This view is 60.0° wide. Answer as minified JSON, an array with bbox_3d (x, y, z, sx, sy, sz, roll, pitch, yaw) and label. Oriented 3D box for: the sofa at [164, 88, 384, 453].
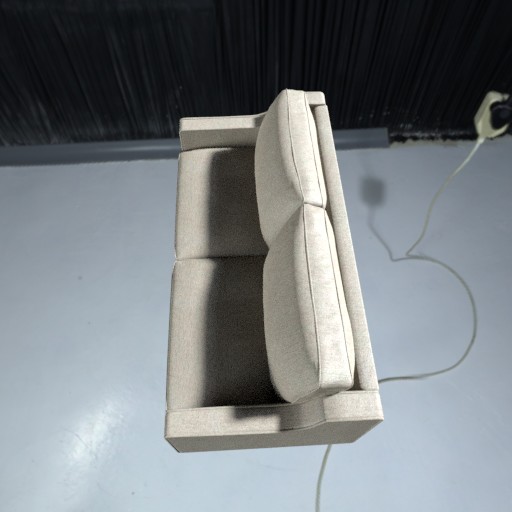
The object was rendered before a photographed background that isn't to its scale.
[{"bbox_3d":[0.000,0.000,2.819,1.073,1.074,2.181,-3,59,-2],"label":"sofa"}]
